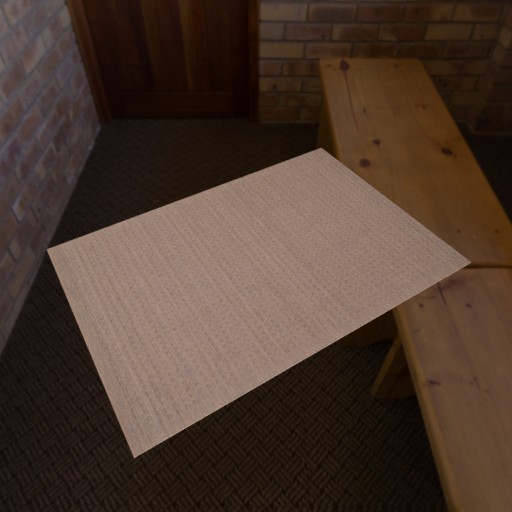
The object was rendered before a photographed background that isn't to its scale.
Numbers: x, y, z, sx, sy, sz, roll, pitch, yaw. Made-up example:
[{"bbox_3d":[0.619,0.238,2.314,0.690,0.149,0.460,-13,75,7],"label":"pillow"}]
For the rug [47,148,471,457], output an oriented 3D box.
[{"bbox_3d":[0.000,0.000,3.662,2.895,0.006,1.981,-24,51,-21],"label":"rug"}]
